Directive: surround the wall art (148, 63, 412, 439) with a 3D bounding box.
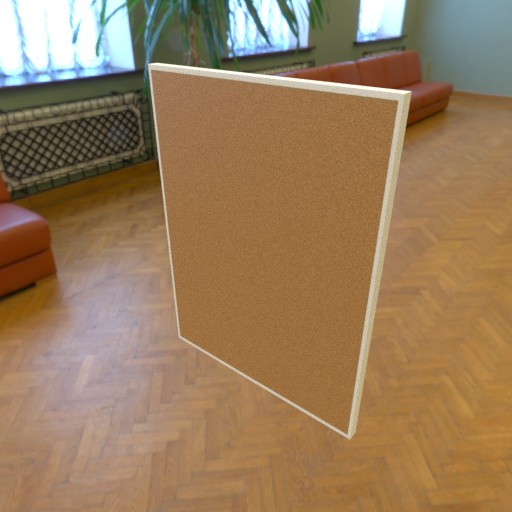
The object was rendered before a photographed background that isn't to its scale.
[{"bbox_3d":[0.000,0.000,1.378,0.795,1.050,0.039,22,36,33],"label":"wall art"}]
